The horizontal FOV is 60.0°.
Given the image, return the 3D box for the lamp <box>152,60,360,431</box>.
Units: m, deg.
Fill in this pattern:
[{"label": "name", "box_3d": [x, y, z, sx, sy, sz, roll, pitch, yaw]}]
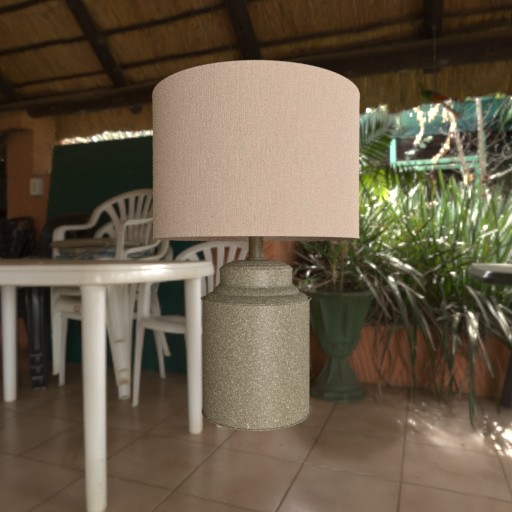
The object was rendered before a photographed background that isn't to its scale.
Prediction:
[{"label": "lamp", "box_3d": [0.000, 0.000, 0.700, 0.318, 0.486, 0.318, 0, 1, 0]}]
